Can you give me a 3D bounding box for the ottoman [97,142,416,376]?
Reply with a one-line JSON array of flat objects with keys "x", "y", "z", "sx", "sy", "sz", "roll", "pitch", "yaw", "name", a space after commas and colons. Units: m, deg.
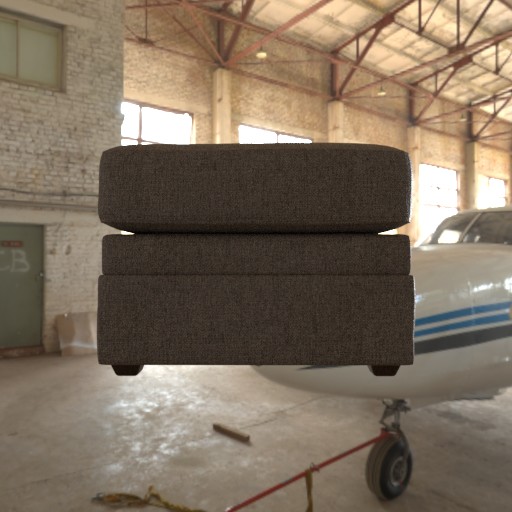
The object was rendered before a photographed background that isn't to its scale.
[{"x": 0.000, "y": 0.000, "z": 1.267, "sx": 0.637, "sy": 0.478, "sz": 0.885, "roll": 0, "pitch": 0, "yaw": 0, "name": "ottoman"}]
